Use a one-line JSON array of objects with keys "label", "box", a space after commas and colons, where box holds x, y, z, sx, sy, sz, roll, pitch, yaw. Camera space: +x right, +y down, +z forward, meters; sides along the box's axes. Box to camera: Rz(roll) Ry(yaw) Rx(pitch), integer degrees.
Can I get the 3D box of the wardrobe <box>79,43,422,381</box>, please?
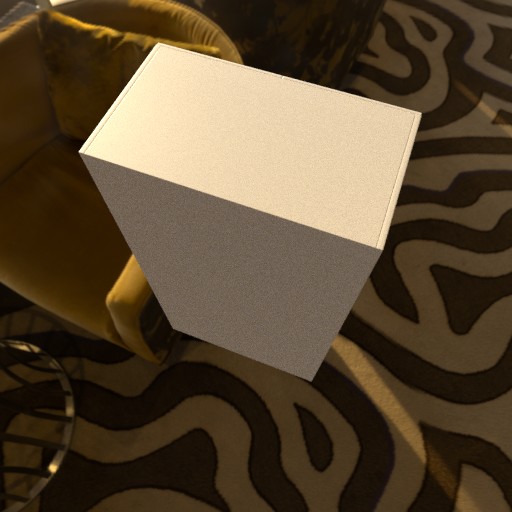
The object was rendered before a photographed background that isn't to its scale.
[{"label": "wardrobe", "box": [0.000, 0.000, 2.258, 0.991, 1.808, 0.577, 19, 64, 9]}]
